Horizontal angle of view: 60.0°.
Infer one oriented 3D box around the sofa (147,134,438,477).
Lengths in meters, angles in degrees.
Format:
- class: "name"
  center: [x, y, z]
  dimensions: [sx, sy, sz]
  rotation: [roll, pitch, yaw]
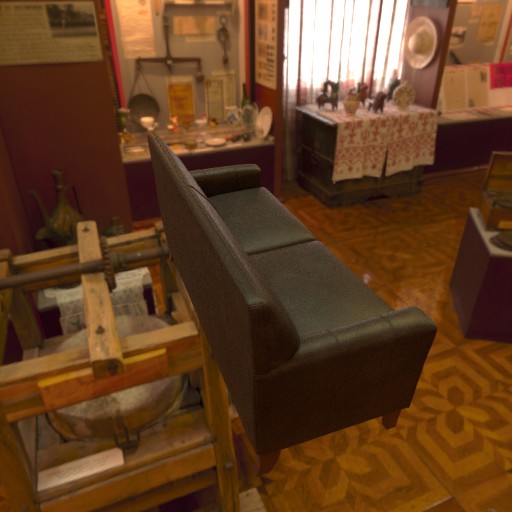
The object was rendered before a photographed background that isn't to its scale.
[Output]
- class: "sofa"
  center: [0.000, 0.000, 2.495]
  dimensions: [0.805, 0.947, 2.053]
  rotation: [-11, 32, -18]
